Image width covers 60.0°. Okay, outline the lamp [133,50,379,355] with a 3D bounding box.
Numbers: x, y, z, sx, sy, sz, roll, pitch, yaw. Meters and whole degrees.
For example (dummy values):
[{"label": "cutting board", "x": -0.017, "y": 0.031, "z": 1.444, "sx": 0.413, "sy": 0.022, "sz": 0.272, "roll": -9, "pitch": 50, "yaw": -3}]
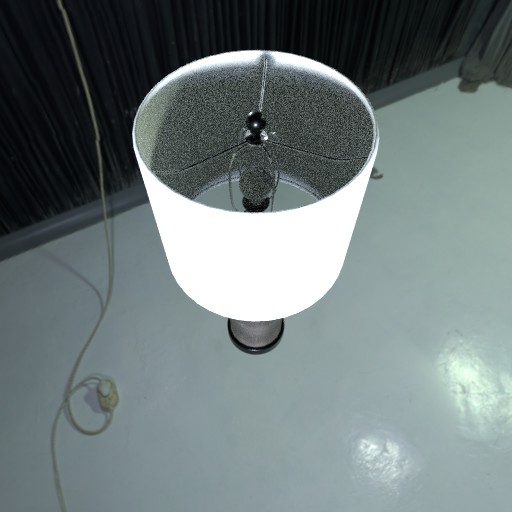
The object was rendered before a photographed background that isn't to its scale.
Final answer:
[{"label": "lamp", "x": 0.000, "y": 0.000, "z": 0.807, "sx": 0.305, "sy": 0.634, "sz": 0.305, "roll": -30, "pitch": 62, "yaw": -18}]
